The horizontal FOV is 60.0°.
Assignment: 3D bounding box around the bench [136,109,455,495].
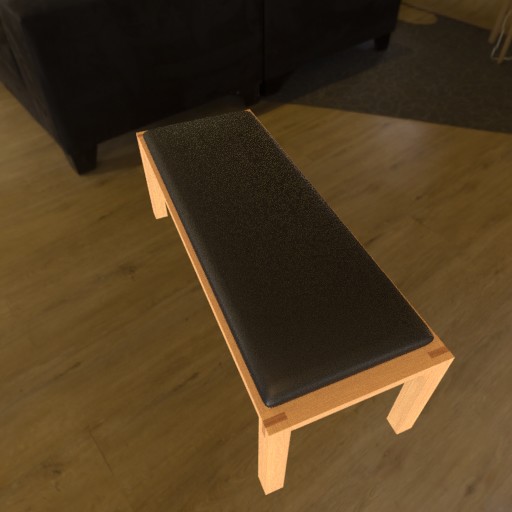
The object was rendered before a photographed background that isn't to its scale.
[{"bbox_3d":[0.000,0.000,1.422,0.450,0.430,1.202,-17,49,-15],"label":"bench"}]
